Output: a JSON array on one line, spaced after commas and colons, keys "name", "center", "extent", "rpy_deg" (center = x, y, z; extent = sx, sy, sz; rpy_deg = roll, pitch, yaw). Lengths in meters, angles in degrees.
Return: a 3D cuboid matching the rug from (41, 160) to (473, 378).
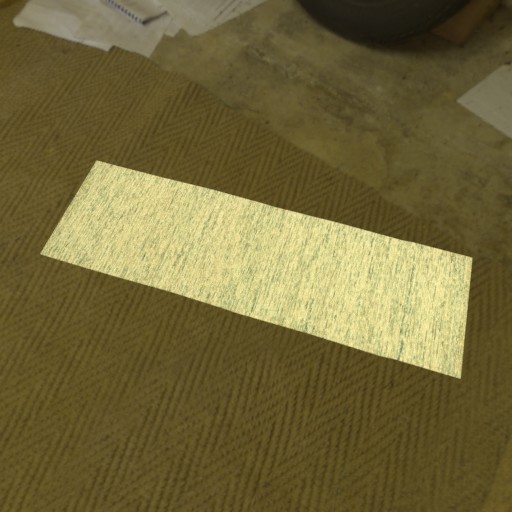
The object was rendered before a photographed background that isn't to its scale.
[{"name": "rug", "center": [0.000, 0.000, 2.452], "extent": [2.290, 0.014, 0.700], "rpy_deg": [15, 64, 8]}]
